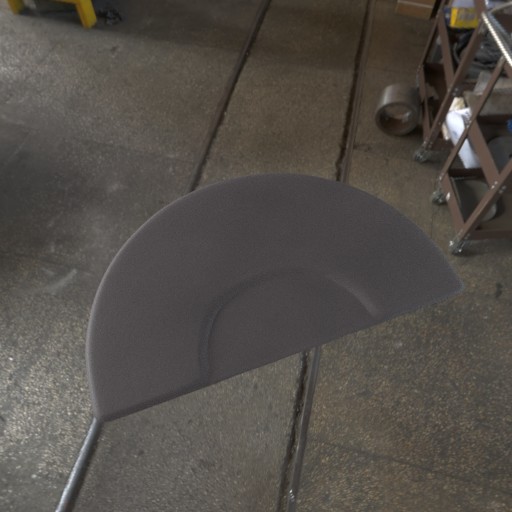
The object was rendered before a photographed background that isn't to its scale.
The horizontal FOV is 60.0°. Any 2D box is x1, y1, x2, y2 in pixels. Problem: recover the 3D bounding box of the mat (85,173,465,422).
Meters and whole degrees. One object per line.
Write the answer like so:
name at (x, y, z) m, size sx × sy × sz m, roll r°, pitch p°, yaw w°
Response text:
mat at (0.000, 0.000, 1.896) m, size 1.525 × 0.022 × 0.917 m, roll -17°, pitch 60°, yaw -11°
